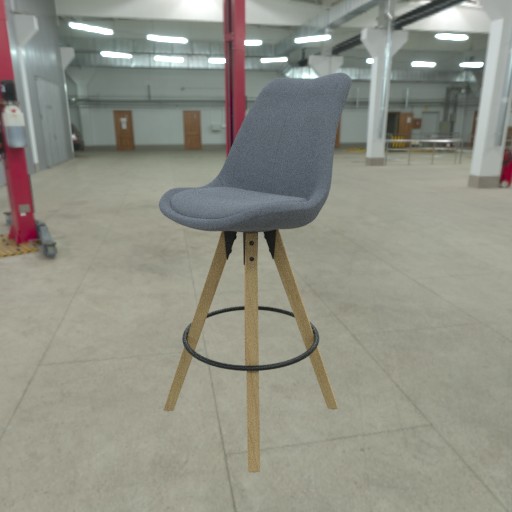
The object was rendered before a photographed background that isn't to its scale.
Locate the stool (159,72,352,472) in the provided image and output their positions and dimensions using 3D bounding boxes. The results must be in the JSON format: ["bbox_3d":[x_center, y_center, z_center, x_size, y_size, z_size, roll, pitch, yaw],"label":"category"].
[{"bbox_3d":[0.000,0.000,1.427,0.485,1.115,0.550,15,22,41],"label":"stool"}]
